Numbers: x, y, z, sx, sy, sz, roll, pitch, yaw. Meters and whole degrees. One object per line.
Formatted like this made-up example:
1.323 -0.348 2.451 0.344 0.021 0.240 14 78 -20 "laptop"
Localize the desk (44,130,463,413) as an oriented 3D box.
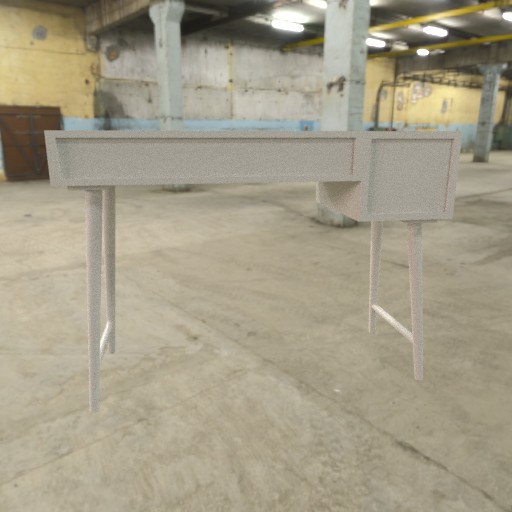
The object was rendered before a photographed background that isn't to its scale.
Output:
0.000 0.000 1.409 1.069 0.761 0.409 -3 15 -10 "desk"
